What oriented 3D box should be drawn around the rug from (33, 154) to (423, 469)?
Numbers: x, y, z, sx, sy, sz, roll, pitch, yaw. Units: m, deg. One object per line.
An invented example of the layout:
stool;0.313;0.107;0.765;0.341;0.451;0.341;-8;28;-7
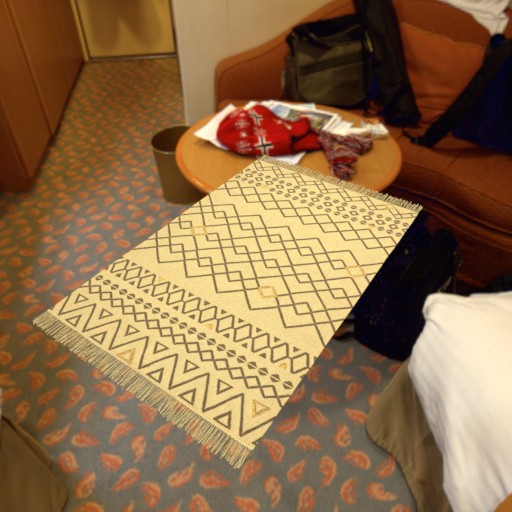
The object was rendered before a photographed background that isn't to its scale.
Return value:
rug;0.000;0.000;3.018;1.495;0.035;2.472;24;46;25
